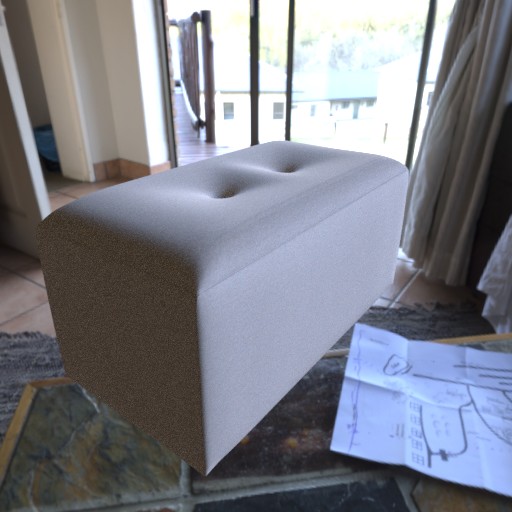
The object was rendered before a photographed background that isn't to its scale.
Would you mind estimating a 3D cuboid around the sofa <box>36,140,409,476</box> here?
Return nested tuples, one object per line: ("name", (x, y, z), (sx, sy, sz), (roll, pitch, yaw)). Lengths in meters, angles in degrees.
("sofa", (0.000, 0.000, 1.186), (0.480, 0.470, 0.930), (18, 31, 33))
